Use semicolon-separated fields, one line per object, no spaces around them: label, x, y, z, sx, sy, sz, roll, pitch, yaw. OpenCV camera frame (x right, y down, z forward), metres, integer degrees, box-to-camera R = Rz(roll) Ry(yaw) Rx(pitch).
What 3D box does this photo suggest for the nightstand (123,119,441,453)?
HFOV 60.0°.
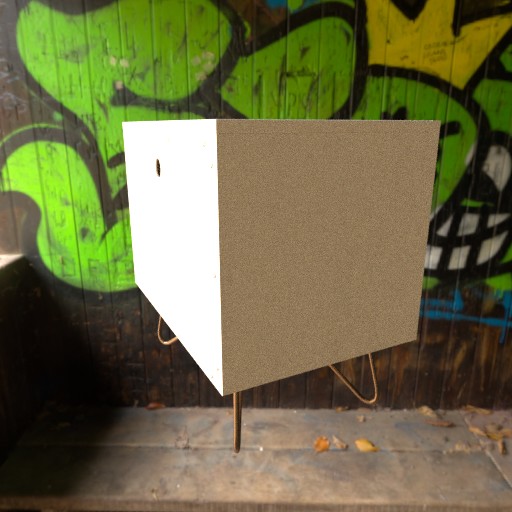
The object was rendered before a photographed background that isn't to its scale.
nightstand;0.000;0.000;1.041;0.447;0.604;0.614;-8;18;-26
